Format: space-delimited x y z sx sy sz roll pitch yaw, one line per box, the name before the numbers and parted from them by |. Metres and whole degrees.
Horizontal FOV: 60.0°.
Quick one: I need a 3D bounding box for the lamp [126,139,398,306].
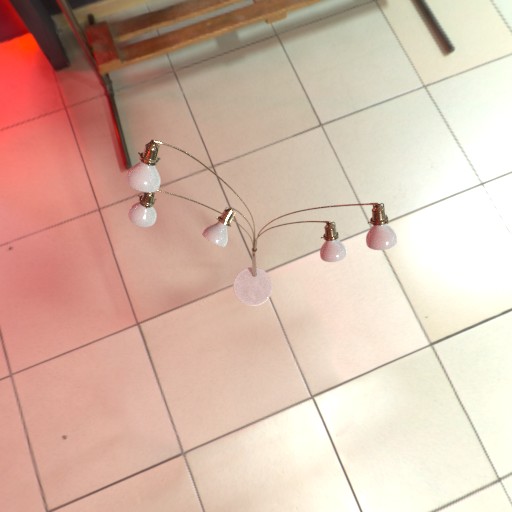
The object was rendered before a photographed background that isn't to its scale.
lamp | 0.000 0.000 2.984 1.405 2.423 0.361 10 76 3
